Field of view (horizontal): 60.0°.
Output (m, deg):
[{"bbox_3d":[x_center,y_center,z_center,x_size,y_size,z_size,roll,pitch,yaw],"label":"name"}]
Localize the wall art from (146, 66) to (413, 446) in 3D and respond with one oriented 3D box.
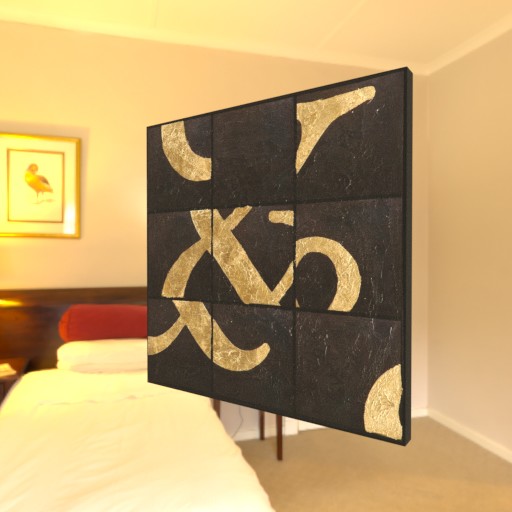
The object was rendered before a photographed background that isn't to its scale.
[{"bbox_3d":[0.000,0.000,1.116,0.758,0.758,0.044,1,1,35],"label":"wall art"}]
